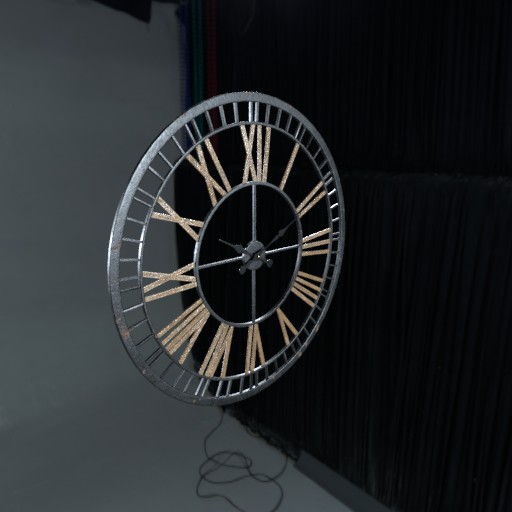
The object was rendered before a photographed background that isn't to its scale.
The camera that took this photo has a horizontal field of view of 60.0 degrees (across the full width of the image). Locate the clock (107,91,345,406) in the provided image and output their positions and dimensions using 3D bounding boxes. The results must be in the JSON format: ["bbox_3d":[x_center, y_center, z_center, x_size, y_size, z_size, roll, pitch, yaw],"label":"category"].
[{"bbox_3d":[0.000,0.000,1.208,0.843,0.843,0.025,-13,19,-43],"label":"clock"}]
